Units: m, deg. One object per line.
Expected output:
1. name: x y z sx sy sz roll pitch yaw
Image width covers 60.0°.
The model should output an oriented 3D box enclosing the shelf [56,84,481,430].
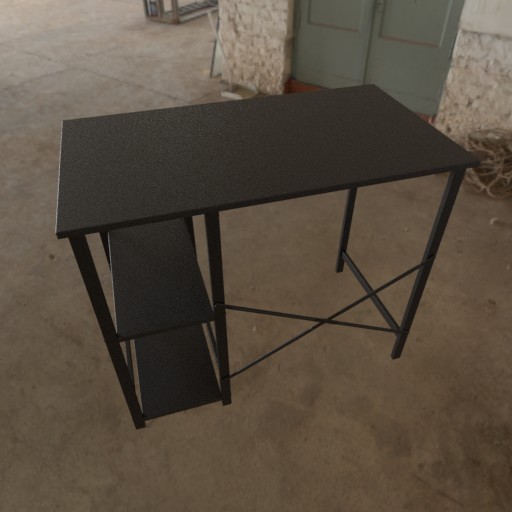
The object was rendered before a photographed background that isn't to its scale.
1. shelf: 0.000 0.000 1.317 0.902 0.749 0.498 -11 42 -13
